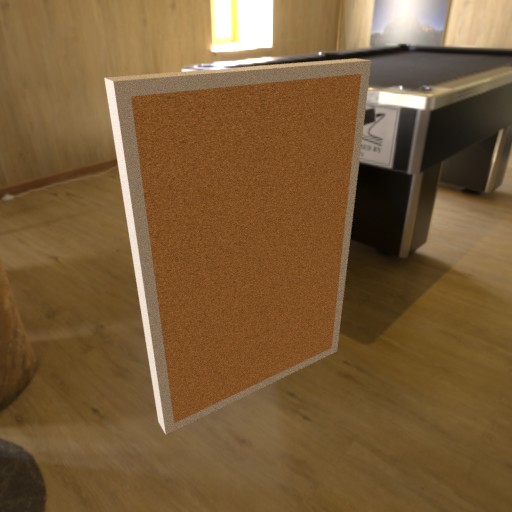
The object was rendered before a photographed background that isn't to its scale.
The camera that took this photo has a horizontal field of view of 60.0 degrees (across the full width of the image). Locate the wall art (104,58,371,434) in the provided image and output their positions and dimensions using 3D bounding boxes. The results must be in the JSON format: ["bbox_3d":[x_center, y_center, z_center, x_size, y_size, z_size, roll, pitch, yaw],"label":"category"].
[{"bbox_3d":[0.000,0.000,0.836,0.450,0.657,0.038,-18,34,-28],"label":"wall art"}]
